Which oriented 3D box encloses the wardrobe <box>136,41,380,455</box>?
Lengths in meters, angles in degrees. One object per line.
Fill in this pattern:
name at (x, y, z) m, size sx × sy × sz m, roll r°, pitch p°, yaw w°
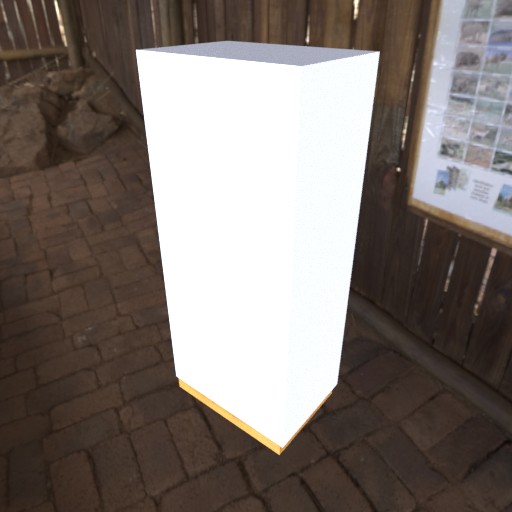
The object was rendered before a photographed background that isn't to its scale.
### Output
wardrobe at (0.000, 0.000, 2.417) m, size 0.860 × 2.040 × 0.600 m, roll 22°, pitch 37°, yaw 33°
